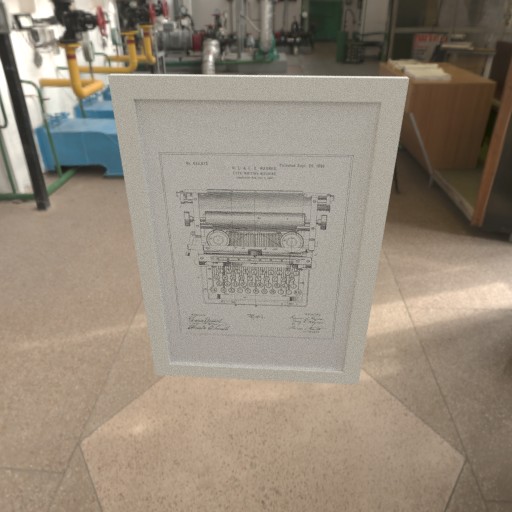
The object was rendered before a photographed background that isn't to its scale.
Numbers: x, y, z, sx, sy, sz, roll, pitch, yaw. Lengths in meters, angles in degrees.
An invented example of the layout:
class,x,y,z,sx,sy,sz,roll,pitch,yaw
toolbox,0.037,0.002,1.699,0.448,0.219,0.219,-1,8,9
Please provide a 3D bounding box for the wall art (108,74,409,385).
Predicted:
class,x,y,z,sx,sy,sz,roll,pitch,yaw
wall art,0.000,0.000,0.700,0.381,0.533,0.013,2,31,3
